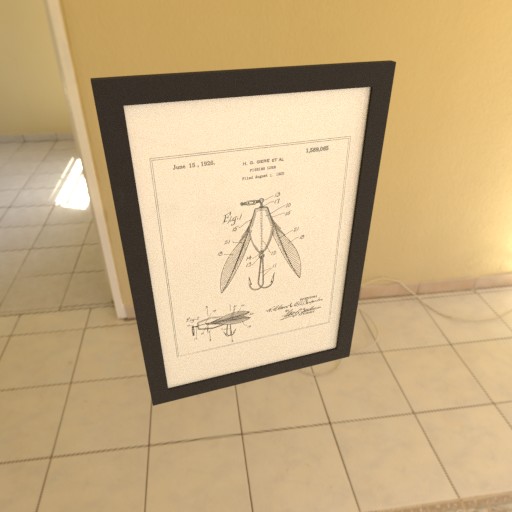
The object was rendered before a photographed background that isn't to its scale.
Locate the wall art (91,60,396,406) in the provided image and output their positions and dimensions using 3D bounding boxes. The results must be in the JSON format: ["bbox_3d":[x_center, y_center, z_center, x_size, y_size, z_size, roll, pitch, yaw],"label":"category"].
[{"bbox_3d":[0.000,0.000,0.678,0.380,0.534,0.013,-10,34,-15],"label":"wall art"}]
